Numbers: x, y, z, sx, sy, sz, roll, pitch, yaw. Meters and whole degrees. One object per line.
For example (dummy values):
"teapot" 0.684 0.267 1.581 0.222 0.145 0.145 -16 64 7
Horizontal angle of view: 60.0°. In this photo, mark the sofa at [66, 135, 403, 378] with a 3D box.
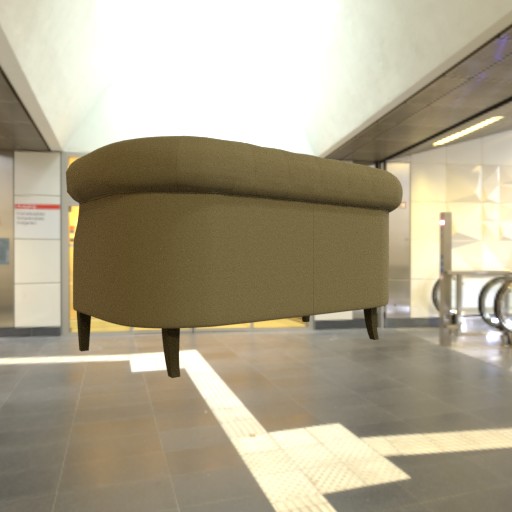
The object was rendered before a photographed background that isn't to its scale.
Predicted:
"sofa" 0.000 0.000 2.060 1.558 0.827 0.835 0 0 -38
